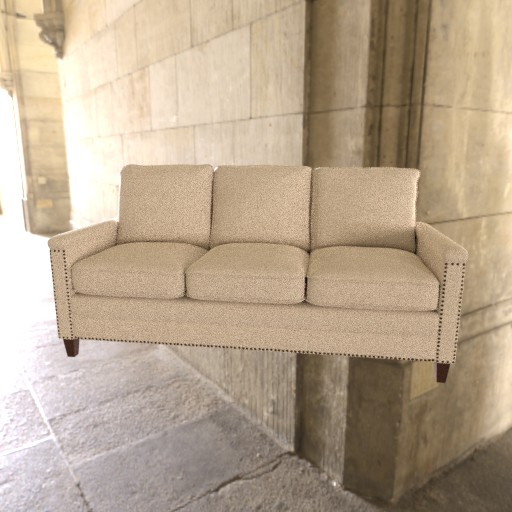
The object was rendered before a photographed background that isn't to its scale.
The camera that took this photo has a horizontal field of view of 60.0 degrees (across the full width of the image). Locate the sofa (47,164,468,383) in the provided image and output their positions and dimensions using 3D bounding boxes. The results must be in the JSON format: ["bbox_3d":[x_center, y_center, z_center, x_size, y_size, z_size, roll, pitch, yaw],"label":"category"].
[{"bbox_3d":[0.000,0.000,2.397,1.925,0.961,0.828,2,13,8],"label":"sofa"}]
